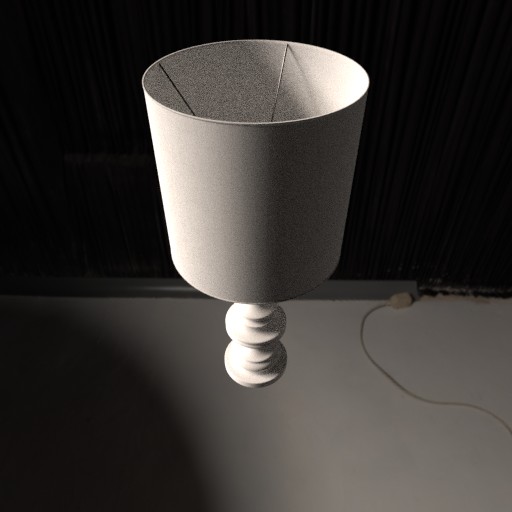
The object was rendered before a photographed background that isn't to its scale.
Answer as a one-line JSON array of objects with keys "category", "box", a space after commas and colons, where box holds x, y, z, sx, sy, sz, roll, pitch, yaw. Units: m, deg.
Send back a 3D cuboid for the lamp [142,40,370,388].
[{"category": "lamp", "box": [0.000, 0.000, 0.565, 0.208, 0.455, 0.208, 0, 42, 0]}]
